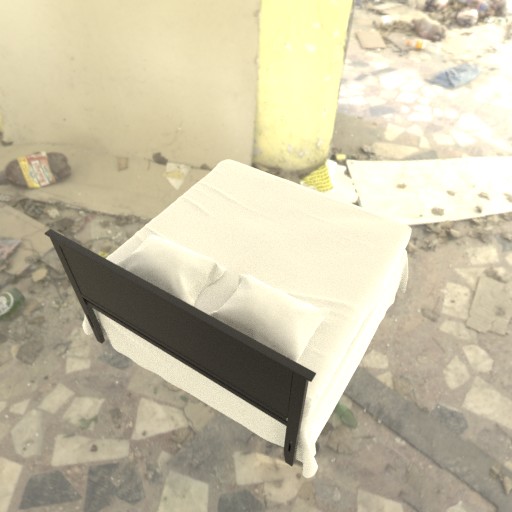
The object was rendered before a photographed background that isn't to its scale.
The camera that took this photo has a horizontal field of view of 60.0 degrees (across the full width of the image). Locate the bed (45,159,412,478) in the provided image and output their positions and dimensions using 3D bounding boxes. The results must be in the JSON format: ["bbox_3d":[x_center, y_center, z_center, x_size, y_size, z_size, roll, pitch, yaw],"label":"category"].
[{"bbox_3d":[0.000,0.000,3.686,2.315,1.271,2.219,25,51,22],"label":"bed"}]
